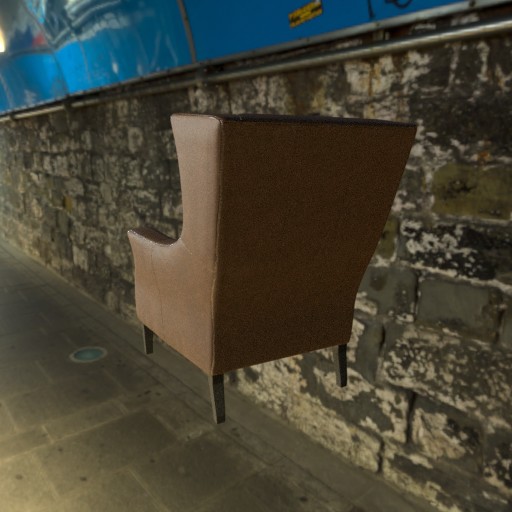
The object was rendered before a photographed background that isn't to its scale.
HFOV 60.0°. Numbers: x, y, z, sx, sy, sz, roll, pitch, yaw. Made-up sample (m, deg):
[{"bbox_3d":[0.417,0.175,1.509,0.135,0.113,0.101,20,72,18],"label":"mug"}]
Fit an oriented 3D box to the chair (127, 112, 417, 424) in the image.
[{"bbox_3d":[0.000,0.000,1.732,0.852,1.016,0.925,-7,15,-27],"label":"chair"}]
